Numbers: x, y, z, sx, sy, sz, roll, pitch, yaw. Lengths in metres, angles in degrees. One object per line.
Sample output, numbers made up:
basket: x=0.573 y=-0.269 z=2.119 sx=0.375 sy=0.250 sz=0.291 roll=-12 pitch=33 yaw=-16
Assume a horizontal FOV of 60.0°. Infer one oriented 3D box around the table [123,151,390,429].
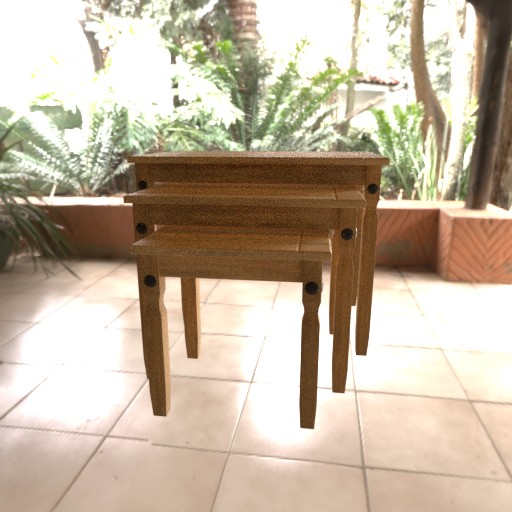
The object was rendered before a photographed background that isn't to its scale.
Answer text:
table: x=0.000 y=0.000 z=1.217 sx=0.660 sy=0.535 sz=0.773 roll=2 pitch=15 yaw=8
